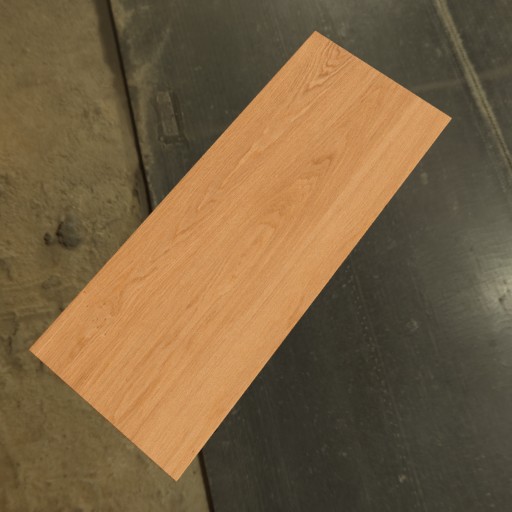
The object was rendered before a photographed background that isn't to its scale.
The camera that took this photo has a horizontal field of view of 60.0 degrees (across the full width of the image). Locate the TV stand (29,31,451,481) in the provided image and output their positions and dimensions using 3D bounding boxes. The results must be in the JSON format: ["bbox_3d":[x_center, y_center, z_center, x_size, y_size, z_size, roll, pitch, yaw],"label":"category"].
[{"bbox_3d":[0.000,0.000,1.324,0.440,0.550,1.080,37,78,9],"label":"TV stand"}]
